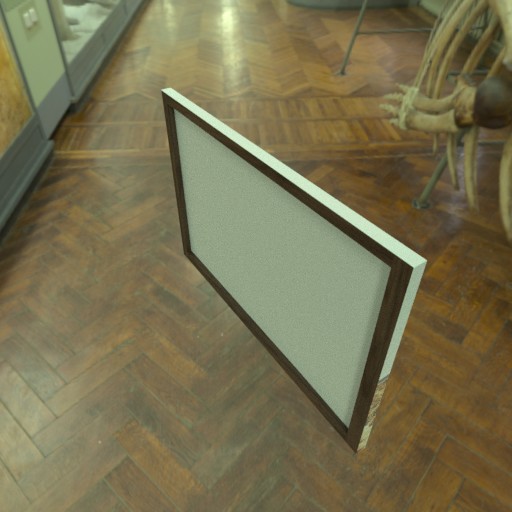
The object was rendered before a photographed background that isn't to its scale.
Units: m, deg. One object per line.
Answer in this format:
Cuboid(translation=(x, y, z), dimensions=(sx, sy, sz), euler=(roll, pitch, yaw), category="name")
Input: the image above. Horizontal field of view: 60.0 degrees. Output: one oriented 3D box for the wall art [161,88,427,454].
Cuboid(translation=(0.000, 0.000, 1.954), dimensions=(0.051, 1.016, 1.520), euler=(-24, 46, -25), category="wall art")
